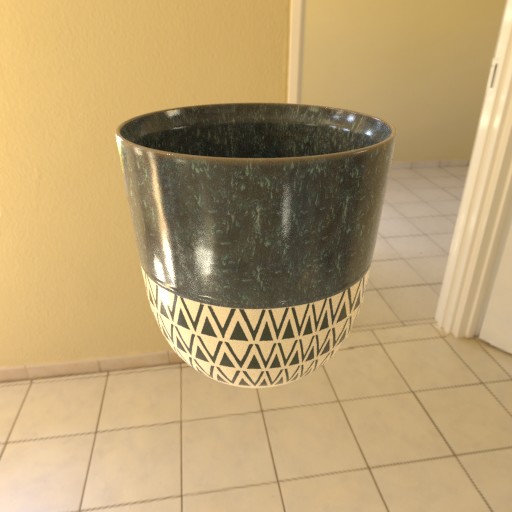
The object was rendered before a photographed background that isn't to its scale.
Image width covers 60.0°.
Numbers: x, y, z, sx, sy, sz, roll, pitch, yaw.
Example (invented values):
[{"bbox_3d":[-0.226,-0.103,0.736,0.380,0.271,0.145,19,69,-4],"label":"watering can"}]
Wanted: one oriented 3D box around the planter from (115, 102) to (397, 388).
[{"bbox_3d":[0.000,0.000,0.366,0.195,0.214,0.195,0,27,0],"label":"planter"}]
